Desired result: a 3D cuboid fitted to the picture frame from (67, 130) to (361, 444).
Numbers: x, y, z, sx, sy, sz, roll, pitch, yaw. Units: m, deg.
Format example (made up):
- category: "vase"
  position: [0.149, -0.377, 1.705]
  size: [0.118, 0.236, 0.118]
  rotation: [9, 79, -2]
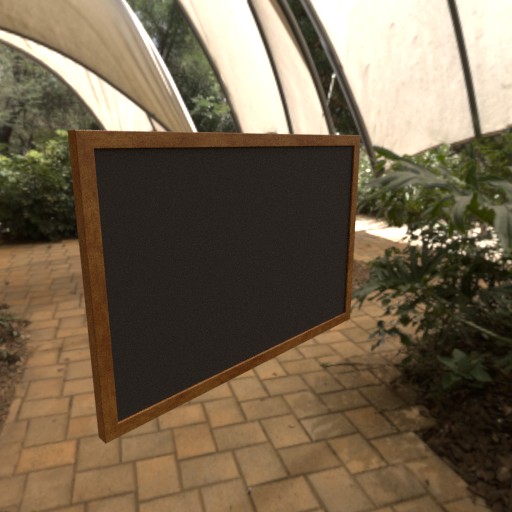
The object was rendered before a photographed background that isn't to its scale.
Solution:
- category: "picture frame"
  position: [0.000, 0.000, 1.165]
  size: [0.029, 0.621, 0.922]
  rotation: [14, 20, 42]
